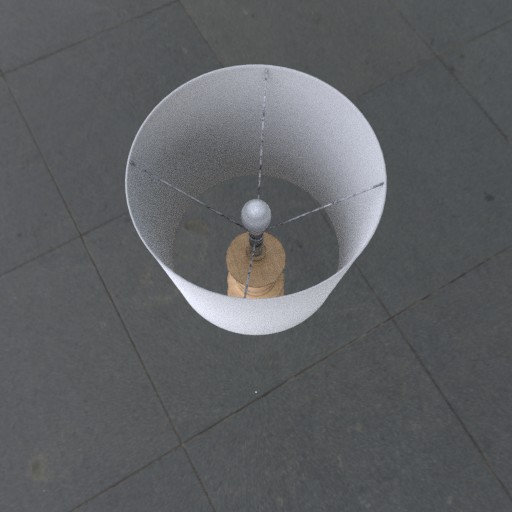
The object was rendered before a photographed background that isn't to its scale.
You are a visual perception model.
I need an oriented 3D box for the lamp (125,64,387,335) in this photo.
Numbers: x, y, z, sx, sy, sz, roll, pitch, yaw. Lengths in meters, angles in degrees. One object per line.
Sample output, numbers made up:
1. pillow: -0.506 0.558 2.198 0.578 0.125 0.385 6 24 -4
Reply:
1. lamp: 0.000 0.000 0.572 0.208 0.455 0.208 -14 73 -4
